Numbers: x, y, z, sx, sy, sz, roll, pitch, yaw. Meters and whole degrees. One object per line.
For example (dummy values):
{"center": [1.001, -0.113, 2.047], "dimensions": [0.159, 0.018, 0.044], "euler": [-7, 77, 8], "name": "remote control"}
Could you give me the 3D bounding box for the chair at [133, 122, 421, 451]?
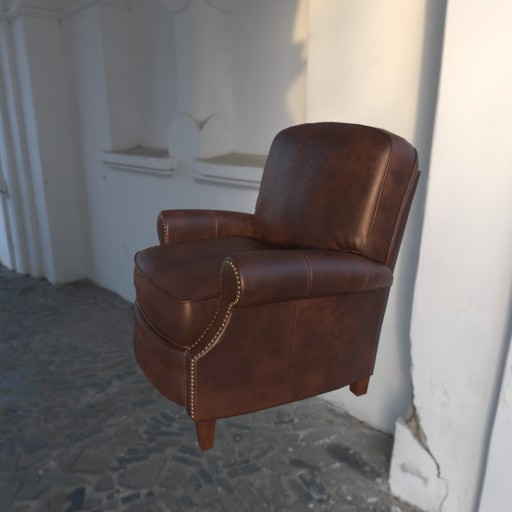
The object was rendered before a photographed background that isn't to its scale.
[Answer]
{"center": [0.000, 0.000, 1.755], "dimensions": [0.986, 1.018, 0.936], "euler": [-8, 18, -25], "name": "chair"}
